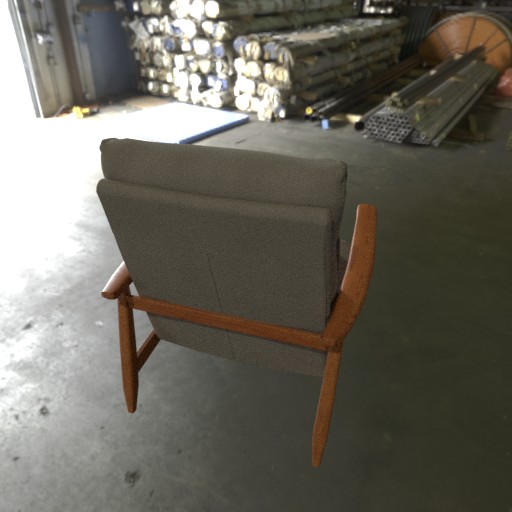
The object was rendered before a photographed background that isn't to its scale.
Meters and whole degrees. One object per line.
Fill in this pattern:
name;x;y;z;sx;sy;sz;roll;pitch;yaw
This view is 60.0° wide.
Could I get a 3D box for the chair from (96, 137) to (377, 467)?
chair;0.000;0.000;1.522;0.782;0.922;0.816;10;33;15
